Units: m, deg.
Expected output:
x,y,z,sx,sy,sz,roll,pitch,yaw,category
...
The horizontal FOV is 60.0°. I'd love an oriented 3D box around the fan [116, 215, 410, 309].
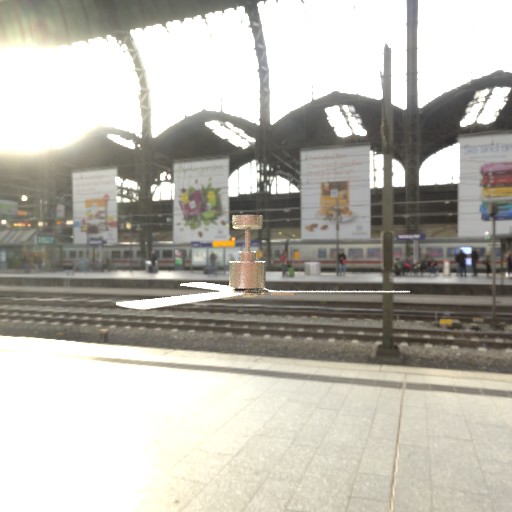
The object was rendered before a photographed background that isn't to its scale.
x,y,z,sx,sy,sz,roll,pitch,yaw,category
0.000,0.000,2.353,1.561,0.446,1.531,0,0,18,fan
